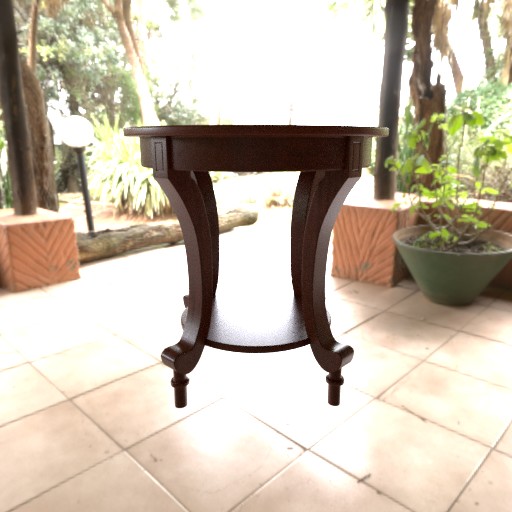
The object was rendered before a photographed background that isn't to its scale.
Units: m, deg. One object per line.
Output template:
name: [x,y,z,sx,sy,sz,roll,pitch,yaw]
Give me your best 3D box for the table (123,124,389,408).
table: [0.000,0.000,1.112,0.597,0.612,0.597,0,15,0]
